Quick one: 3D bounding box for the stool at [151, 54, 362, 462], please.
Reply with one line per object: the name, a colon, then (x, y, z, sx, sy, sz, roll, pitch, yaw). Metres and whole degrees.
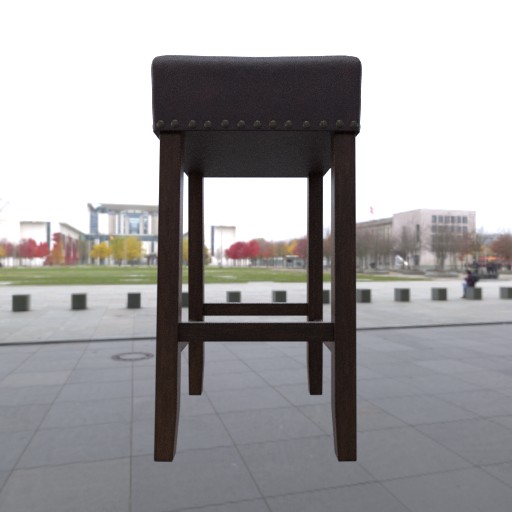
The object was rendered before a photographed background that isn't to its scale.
stool: (0.000, 0.000, 1.049, 0.401, 0.769, 0.465, 0, -1, 0)
